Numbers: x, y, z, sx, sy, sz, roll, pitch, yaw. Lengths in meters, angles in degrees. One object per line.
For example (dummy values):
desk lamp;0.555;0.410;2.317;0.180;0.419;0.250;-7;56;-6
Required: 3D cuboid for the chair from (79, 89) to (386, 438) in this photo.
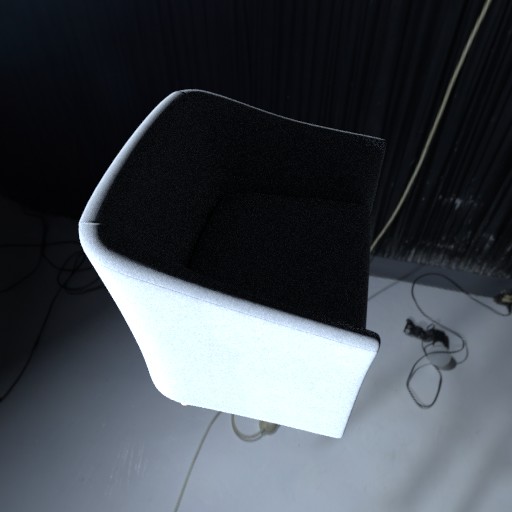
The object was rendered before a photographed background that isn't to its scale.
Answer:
chair;0.000;0.000;1.358;0.700;0.720;0.790;9;48;8
